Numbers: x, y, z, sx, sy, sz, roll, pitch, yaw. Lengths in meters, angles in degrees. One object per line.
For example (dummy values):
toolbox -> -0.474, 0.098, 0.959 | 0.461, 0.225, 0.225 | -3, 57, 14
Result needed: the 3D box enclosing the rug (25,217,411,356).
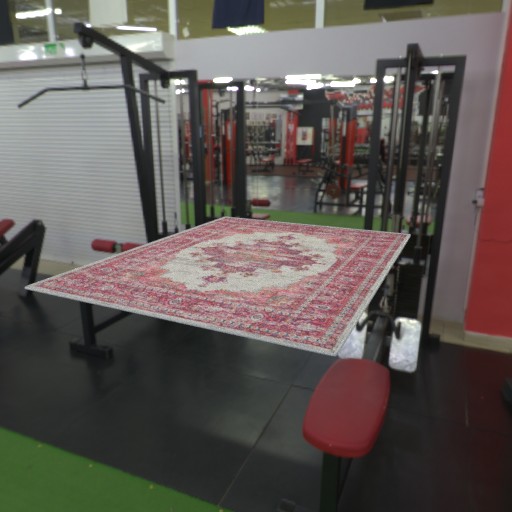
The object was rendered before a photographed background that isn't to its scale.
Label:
rug -> 0.000, 0.000, 4.229 | 2.447, 0.017, 3.123 | 8, 18, 25
